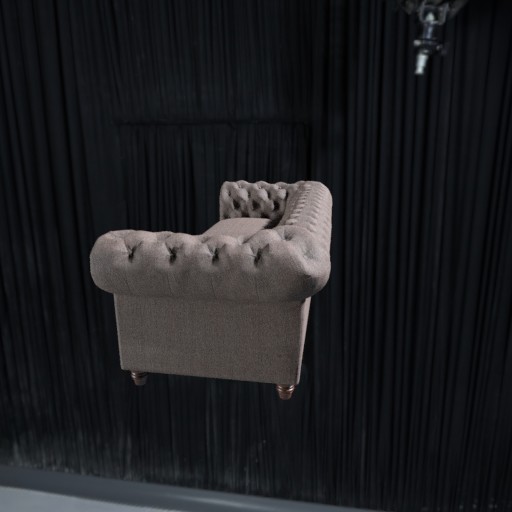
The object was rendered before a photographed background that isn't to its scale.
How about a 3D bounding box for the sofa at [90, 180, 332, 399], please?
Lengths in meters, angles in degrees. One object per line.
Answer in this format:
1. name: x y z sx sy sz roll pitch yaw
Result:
1. sofa: 0.000 0.000 2.856 0.944 0.787 2.385 3 15 9
